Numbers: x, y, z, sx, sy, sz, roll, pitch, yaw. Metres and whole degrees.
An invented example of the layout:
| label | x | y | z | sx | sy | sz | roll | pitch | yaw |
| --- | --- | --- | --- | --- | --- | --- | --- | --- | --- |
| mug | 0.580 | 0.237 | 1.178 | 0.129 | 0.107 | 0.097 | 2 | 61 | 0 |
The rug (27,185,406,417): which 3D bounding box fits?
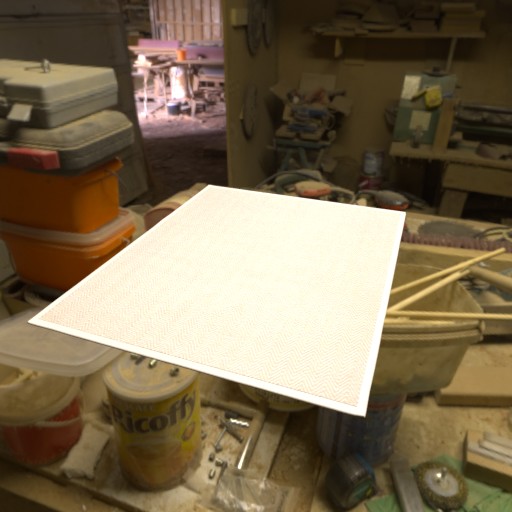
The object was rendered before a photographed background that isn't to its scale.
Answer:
| label | x | y | z | sx | sy | sz | roll | pitch | yaw |
| --- | --- | --- | --- | --- | --- | --- | --- | --- | --- |
| rug | 0.000 | 0.000 | 4.055 | 2.423 | 0.019 | 3.009 | 11 | 31 | 18 |
